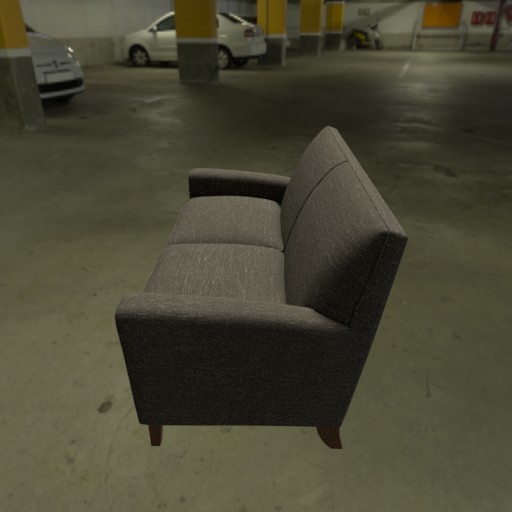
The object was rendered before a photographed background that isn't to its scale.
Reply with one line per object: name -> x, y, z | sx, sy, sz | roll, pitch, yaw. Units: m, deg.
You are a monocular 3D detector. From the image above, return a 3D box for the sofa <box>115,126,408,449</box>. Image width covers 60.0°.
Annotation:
sofa -> 0.000, 0.000, 2.046 | 0.867, 0.905, 1.509 | 1, 27, 1
